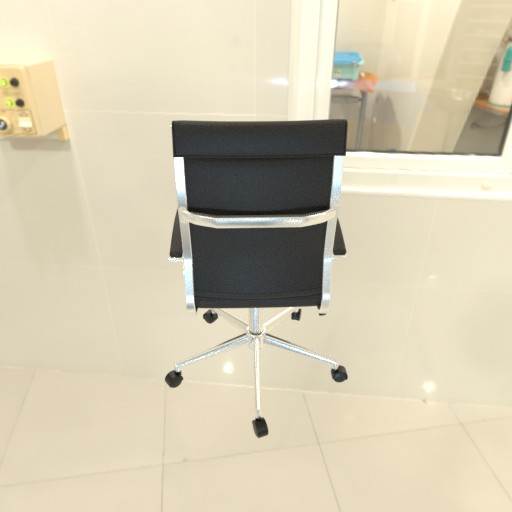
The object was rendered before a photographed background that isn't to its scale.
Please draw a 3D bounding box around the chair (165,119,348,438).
[{"bbox_3d":[0.000,0.000,1.653,0.766,1.149,0.739,-1,31,-2],"label":"chair"}]
